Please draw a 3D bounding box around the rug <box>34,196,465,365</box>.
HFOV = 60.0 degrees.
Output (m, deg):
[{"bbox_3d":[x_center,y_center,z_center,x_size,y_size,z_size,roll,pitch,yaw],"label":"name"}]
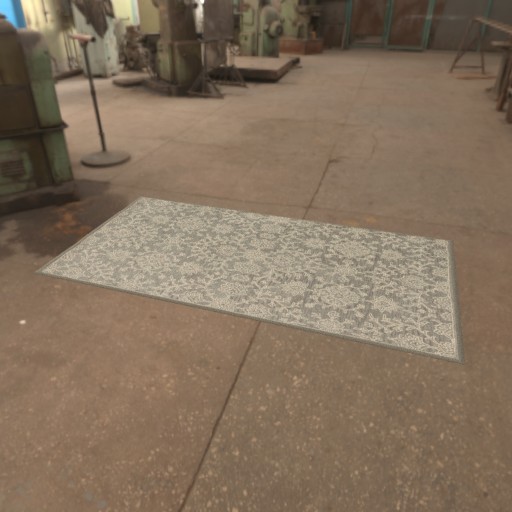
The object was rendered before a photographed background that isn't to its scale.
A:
[{"bbox_3d":[0.000,0.000,3.589,3.048,0.011,1.546,10,32,16],"label":"rug"}]
